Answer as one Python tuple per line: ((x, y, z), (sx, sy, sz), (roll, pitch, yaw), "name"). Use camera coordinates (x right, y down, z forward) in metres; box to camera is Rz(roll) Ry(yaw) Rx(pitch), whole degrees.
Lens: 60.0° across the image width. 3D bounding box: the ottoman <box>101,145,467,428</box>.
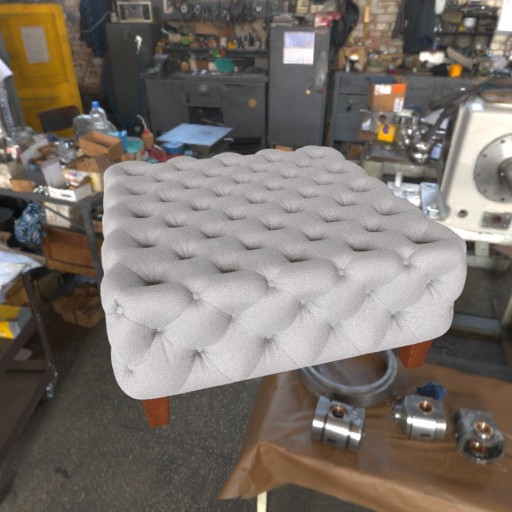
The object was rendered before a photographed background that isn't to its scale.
((0.000, 0.000, 1.192), (0.764, 0.365, 0.758), (-8, 32, -14), "ottoman")
